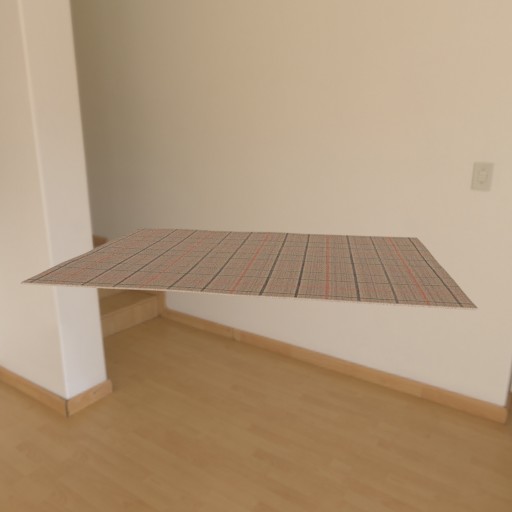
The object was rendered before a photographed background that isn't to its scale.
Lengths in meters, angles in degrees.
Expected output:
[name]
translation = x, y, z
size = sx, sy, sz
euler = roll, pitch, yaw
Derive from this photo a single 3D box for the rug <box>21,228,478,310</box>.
[rug]
translation = 0.000, 0.000, 2.324
size = 1.829, 0.013, 1.220
euler = 2, 15, 9
